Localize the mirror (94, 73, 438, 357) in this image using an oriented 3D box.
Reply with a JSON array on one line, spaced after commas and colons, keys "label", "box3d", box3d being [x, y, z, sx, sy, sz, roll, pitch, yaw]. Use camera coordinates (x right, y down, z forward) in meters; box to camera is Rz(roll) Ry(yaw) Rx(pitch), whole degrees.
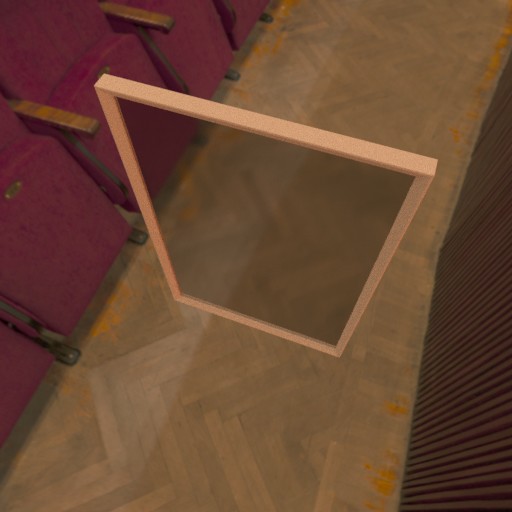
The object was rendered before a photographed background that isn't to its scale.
[{"label": "mirror", "box3d": [0.000, 0.000, 1.149, 0.609, 0.915, 0.041, 18, 61, 10]}]
